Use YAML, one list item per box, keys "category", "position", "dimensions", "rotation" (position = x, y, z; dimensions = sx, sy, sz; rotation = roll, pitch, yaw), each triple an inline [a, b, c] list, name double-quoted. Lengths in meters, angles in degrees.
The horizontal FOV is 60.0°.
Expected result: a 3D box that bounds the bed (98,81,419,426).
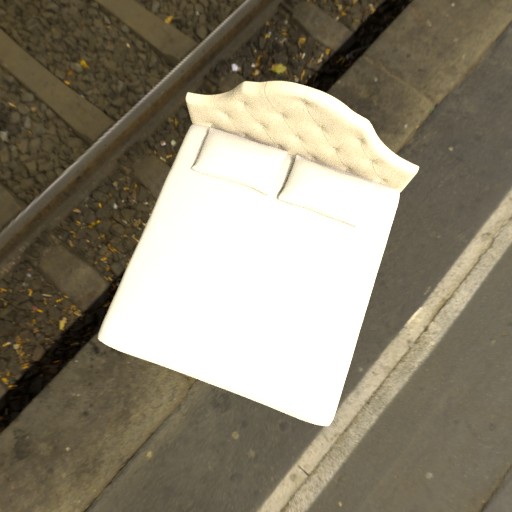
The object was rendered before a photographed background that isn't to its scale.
- category: "bed"
  position: [0.000, 0.000, 3.486]
  dimensions: [2.012, 1.555, 2.086]
  rotation: [19, 76, 5]
